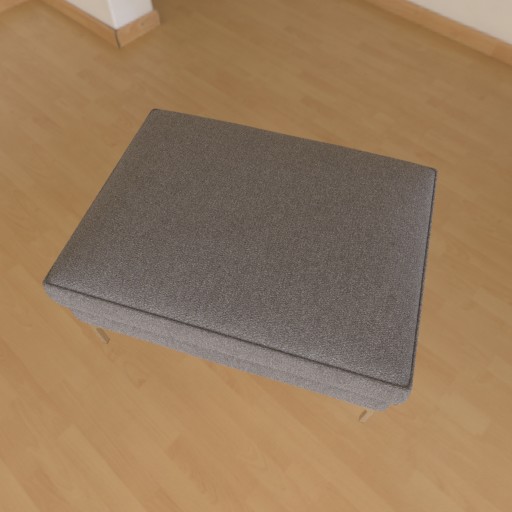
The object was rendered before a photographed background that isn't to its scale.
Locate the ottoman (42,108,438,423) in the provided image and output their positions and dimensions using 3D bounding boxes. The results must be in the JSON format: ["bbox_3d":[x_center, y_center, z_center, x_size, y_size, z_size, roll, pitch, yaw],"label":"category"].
[{"bbox_3d":[0.000,0.000,1.142,0.785,0.464,0.583,15,59,9],"label":"ottoman"}]
